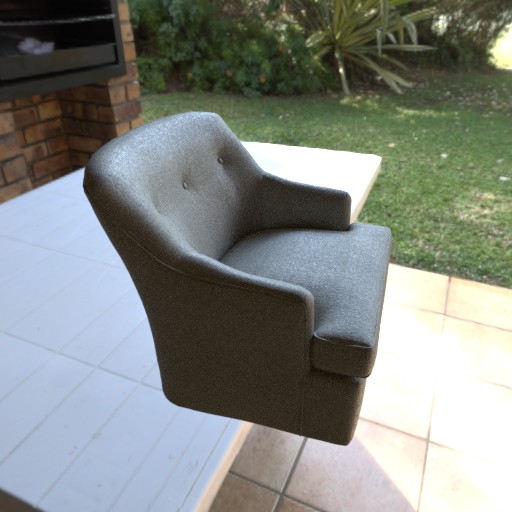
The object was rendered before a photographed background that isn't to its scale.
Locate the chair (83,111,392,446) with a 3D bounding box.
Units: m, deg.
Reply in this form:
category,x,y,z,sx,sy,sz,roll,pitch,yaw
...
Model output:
category,x,y,z,sx,sy,sz,roll,pitch,yaw
chair,0.000,0.000,1.594,0.923,0.856,0.864,9,31,16
